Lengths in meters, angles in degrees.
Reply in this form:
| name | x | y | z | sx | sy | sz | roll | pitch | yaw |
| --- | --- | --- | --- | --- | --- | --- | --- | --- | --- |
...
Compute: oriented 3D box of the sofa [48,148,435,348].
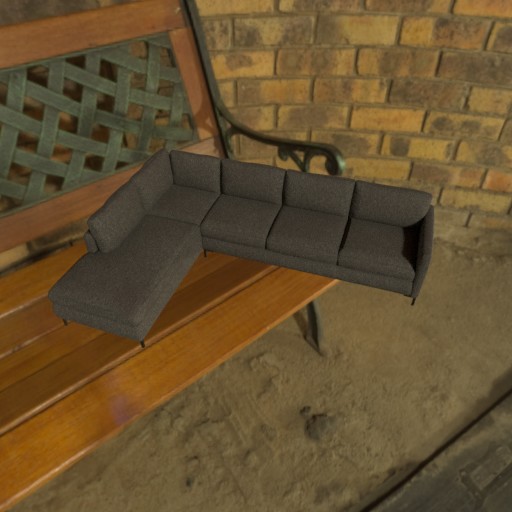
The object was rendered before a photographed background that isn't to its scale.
| name | x | y | z | sx | sy | sz | roll | pitch | yaw |
| --- | --- | --- | --- | --- | --- | --- | --- | --- | --- |
| sofa | 0.000 | 0.000 | 3.944 | 2.949 | 0.815 | 2.007 | 12 | 43 | 14 |
